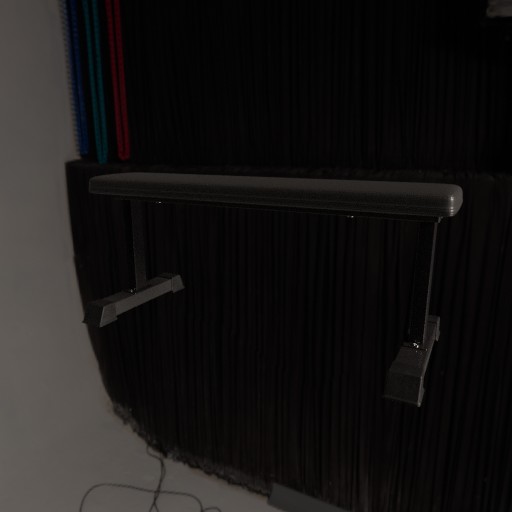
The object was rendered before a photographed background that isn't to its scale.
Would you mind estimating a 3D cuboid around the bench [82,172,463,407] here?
[{"bbox_3d":[0.000,0.000,1.310,1.072,0.453,0.439,7,16,26],"label":"bench"}]
